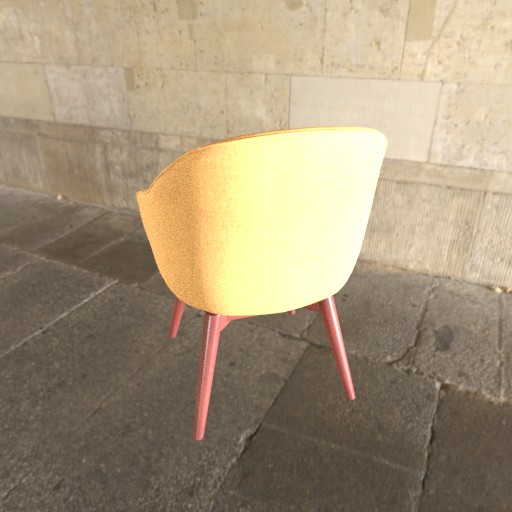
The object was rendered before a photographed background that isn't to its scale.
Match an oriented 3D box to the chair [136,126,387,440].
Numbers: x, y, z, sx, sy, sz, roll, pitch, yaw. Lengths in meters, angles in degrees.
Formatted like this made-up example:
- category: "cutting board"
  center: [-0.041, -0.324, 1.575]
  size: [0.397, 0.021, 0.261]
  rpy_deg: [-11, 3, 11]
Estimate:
- category: "chair"
  center: [0.000, 0.000, 1.252]
  size: [0.596, 0.823, 0.635]
  rpy_deg: [-9, 29, -16]
